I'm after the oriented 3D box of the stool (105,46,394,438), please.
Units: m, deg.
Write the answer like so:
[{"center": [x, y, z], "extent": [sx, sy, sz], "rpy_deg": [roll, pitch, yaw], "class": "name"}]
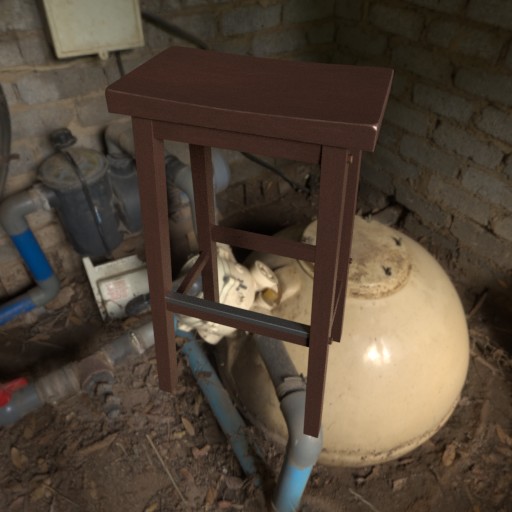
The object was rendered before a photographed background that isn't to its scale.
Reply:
[{"center": [0.000, 0.000, 0.939], "extent": [0.406, 0.742, 0.322], "rpy_deg": [12, 43, 14], "class": "stool"}]
